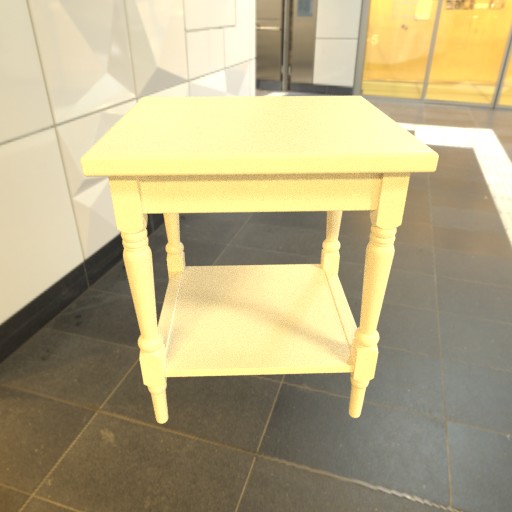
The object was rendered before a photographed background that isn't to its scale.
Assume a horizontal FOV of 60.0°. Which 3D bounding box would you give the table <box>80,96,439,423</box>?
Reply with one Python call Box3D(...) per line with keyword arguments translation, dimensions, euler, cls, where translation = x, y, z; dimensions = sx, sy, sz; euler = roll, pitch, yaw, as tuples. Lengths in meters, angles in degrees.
Box3D(translation=(0.000, 0.000, 0.930), dimensions=(0.488, 0.565, 0.442), euler=(-1, 30, -2), cls="table")
